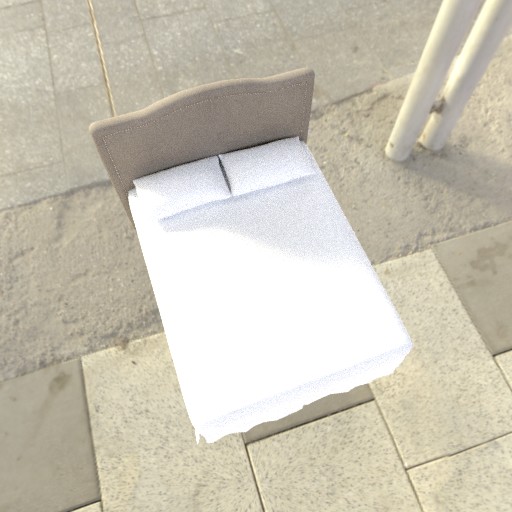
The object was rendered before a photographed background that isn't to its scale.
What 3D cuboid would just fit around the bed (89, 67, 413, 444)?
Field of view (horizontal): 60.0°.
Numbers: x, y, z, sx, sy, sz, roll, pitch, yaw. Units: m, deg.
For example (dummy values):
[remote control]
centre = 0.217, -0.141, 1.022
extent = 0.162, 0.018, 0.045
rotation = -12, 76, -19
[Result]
[bed]
centre = 0.000, 0.000, 3.297
extent = 1.744, 1.441, 2.128
rotation = -18, 64, -9
